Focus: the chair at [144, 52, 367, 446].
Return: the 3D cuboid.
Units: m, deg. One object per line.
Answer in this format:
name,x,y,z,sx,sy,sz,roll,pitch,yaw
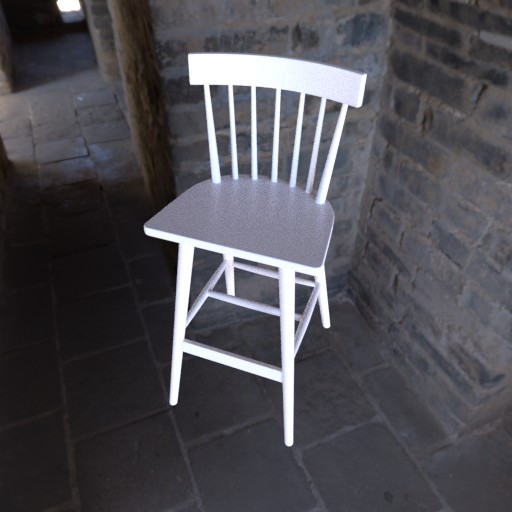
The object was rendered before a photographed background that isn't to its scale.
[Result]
chair,0.000,0.000,1.386,0.483,1.092,0.572,14,43,15
